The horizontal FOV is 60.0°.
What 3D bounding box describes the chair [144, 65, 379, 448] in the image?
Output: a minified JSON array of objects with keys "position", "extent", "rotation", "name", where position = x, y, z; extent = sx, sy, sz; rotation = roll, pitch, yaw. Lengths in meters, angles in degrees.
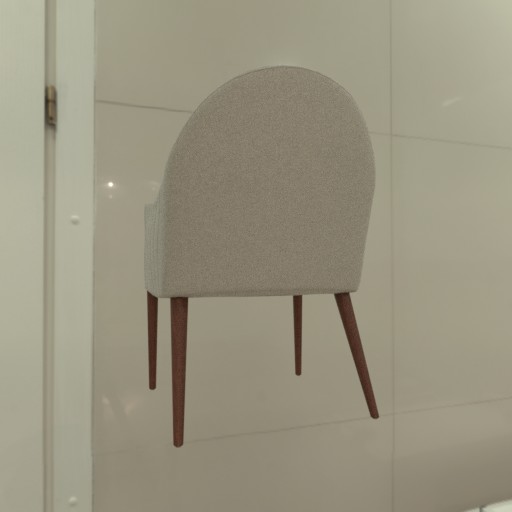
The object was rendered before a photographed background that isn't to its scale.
[{"position":[0.000,0.000,1.322],"extent":[0.610,0.889,0.620],"rotation":[0,-1,-20],"name":"chair"}]
